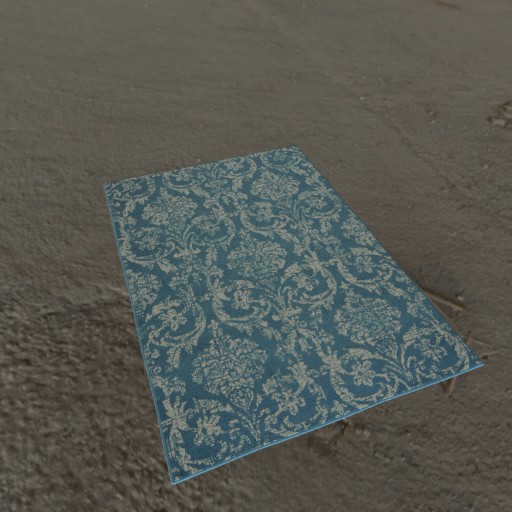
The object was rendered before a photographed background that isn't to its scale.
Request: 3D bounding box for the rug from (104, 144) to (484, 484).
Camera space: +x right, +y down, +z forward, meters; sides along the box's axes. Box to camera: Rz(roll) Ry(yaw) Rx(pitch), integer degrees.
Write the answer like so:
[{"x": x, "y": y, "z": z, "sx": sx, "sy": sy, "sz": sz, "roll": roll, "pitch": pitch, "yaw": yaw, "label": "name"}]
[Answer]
[{"x": 0.000, "y": 0.000, "z": 2.702, "sx": 1.554, "sy": 0.012, "sz": 2.205, "roll": -15, "pitch": 46, "yaw": -15, "label": "rug"}]
